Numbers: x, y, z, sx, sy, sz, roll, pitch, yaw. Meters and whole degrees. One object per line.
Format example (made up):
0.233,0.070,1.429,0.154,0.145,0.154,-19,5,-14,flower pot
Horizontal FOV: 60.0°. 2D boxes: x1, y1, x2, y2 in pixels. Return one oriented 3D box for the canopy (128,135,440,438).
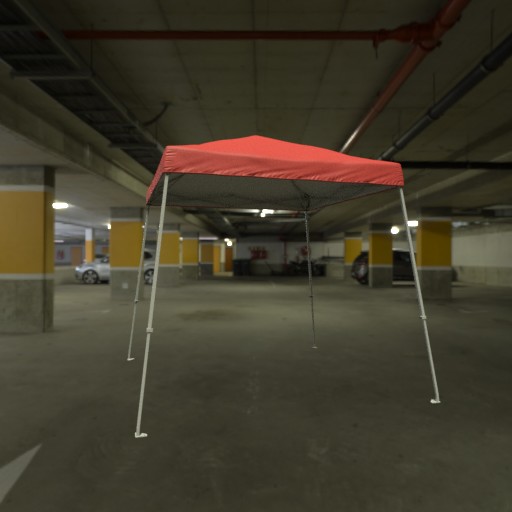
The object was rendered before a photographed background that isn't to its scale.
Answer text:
0.000,0.000,5.230,2.848,2.849,2.849,0,-1,-17,canopy
